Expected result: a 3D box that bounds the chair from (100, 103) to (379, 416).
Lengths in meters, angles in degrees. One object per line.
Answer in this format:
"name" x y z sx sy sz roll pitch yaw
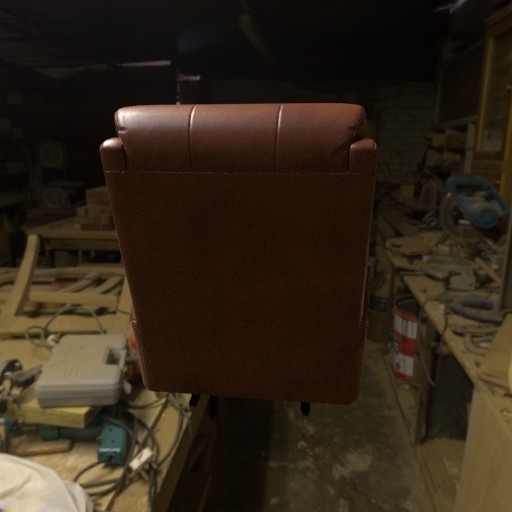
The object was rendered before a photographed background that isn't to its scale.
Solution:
"chair" 0.000 0.000 1.657 0.787 1.016 0.939 2 14 7
